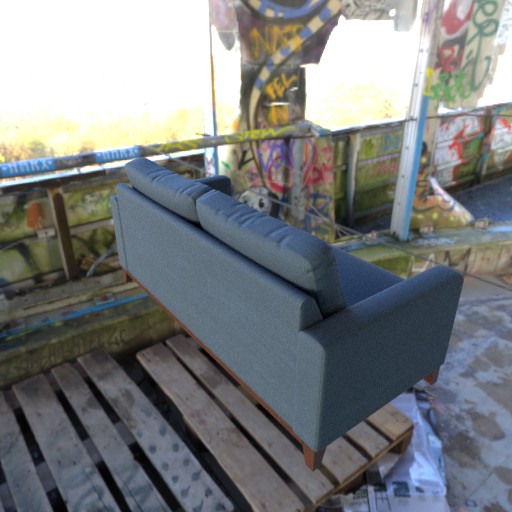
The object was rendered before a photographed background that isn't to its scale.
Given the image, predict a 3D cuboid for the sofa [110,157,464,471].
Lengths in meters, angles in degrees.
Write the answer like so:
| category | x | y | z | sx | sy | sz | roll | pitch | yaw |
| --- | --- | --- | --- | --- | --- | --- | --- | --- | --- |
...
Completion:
| category | x | y | z | sx | sy | sz | roll | pitch | yaw |
| --- | --- | --- | --- | --- | --- | --- | --- | --- | --- |
| sofa | 0.000 | 0.000 | 2.411 | 0.877 | 0.865 | 1.900 | -19 | 32 | -33 |
